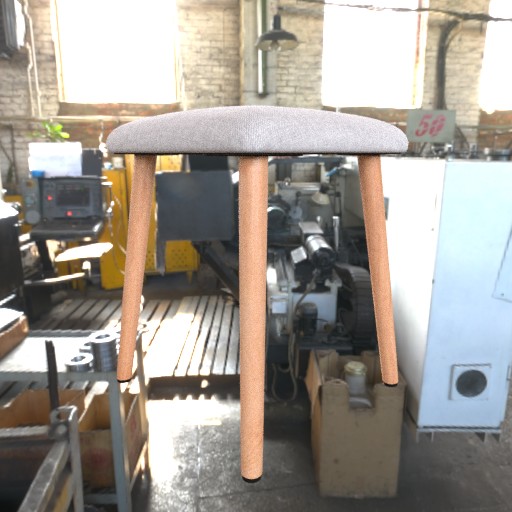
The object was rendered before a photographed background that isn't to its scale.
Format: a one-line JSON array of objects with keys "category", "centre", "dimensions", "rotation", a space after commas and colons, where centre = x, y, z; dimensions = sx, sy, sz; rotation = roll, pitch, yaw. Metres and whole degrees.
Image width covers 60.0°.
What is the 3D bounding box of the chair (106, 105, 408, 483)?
[{"category": "chair", "centre": [0.000, 0.000, 0.707], "dimensions": [0.350, 0.440, 0.350], "rotation": [-12, 18, -42]}]
